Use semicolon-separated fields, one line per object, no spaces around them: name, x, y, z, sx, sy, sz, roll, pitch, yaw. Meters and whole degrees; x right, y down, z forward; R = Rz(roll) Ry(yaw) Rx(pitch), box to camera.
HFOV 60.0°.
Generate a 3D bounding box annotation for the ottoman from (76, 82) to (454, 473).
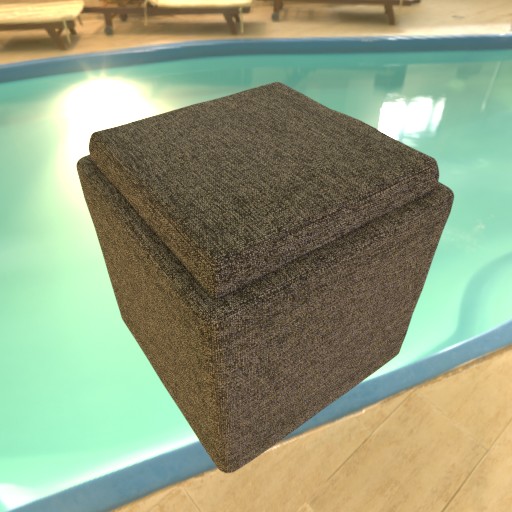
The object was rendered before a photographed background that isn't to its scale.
ottoman;0.000;0.000;0.818;0.450;0.463;0.450;-25;48;-26
